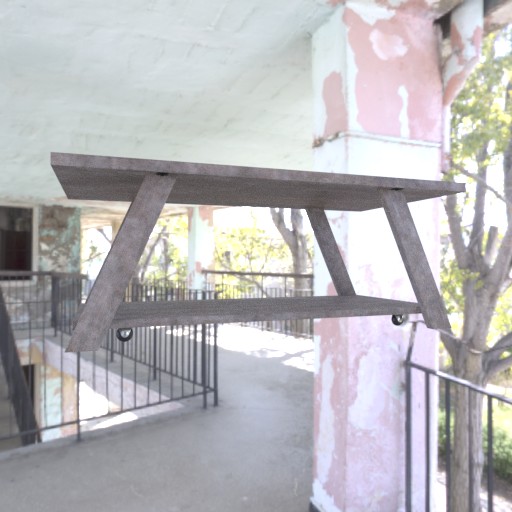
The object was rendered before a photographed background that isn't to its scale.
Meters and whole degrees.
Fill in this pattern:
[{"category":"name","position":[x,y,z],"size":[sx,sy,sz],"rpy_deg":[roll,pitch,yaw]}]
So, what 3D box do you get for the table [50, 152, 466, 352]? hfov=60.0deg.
[{"category":"table","position":[0.000,0.000,1.508],"size":[1.219,0.470,0.610],"rpy_deg":[0,-1,-19]}]
